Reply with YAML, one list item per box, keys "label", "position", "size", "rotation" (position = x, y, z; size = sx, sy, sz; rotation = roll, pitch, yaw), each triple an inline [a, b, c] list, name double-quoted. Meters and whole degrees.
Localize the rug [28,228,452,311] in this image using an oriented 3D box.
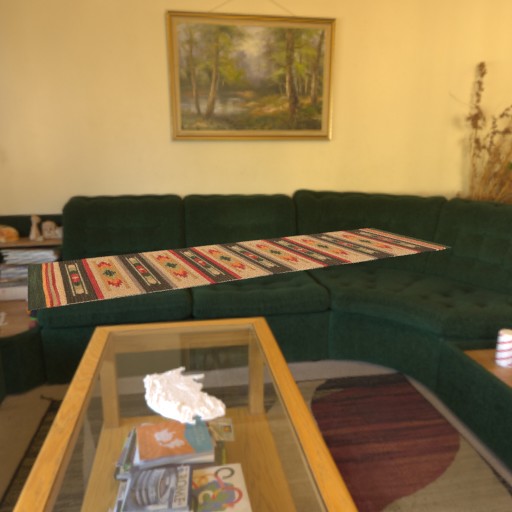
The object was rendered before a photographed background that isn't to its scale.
- label: "rug"
  position: [0.000, 0.000, 2.642]
  size: [2.440, 0.009, 0.760]
  rotation: [-7, 16, -26]
